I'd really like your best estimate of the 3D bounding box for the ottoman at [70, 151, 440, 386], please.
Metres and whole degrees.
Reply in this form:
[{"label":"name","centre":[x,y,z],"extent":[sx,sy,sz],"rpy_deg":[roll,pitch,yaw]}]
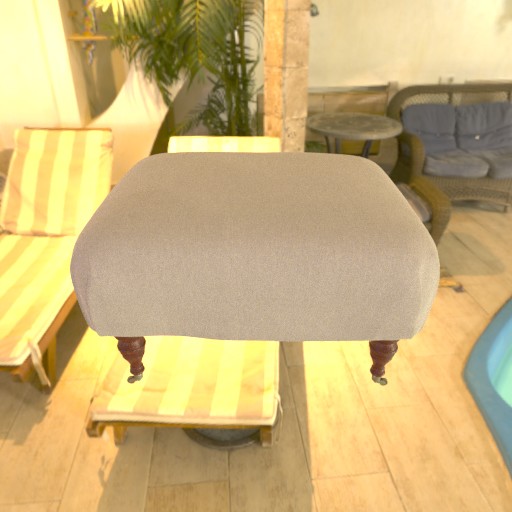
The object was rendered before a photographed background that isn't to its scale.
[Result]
[{"label":"ottoman","centre":[0.000,0.000,1.151],"extent":[0.746,0.450,0.622],"rpy_deg":[0,29,1]}]
